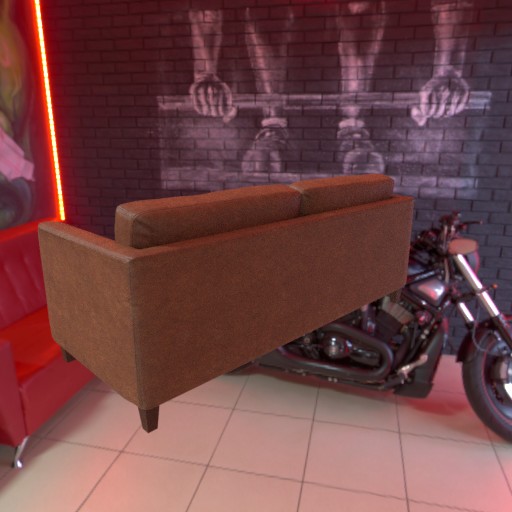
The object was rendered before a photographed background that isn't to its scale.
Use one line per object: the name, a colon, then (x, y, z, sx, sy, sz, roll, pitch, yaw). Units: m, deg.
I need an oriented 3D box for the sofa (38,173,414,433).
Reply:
sofa: (0.000, 0.000, 2.711, 2.204, 0.932, 0.950, -15, 22, -43)
